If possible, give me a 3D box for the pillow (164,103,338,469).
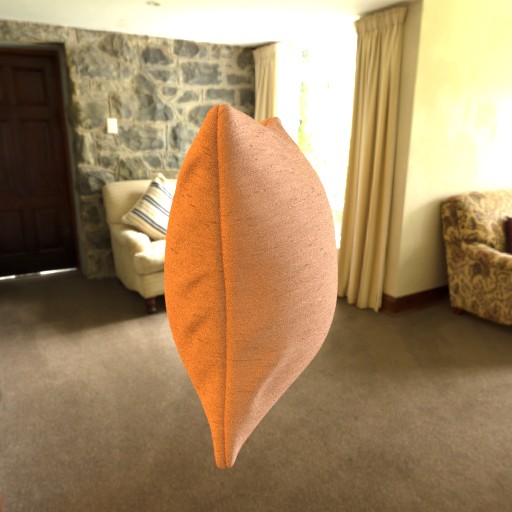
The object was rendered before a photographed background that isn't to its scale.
[{"bbox_3d":[0.000,0.000,0.670,0.246,0.415,0.432,3,16,9],"label":"pillow"}]
